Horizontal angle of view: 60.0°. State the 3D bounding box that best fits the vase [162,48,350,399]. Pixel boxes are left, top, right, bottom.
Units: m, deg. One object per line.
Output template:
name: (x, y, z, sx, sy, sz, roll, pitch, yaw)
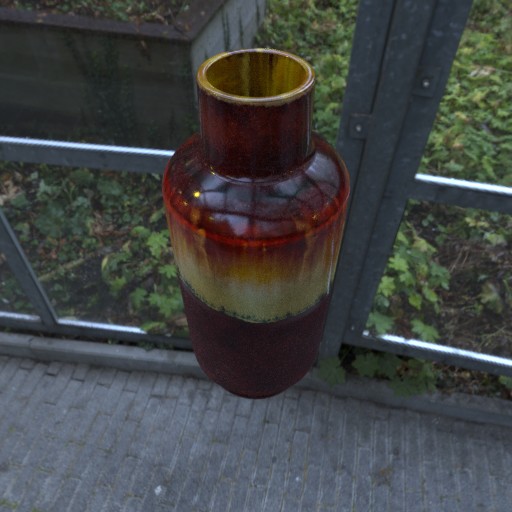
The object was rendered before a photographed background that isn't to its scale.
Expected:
vase: (0.000, 0.000, 0.309, 0.111, 0.261, 0.111, 0, 47, 0)
